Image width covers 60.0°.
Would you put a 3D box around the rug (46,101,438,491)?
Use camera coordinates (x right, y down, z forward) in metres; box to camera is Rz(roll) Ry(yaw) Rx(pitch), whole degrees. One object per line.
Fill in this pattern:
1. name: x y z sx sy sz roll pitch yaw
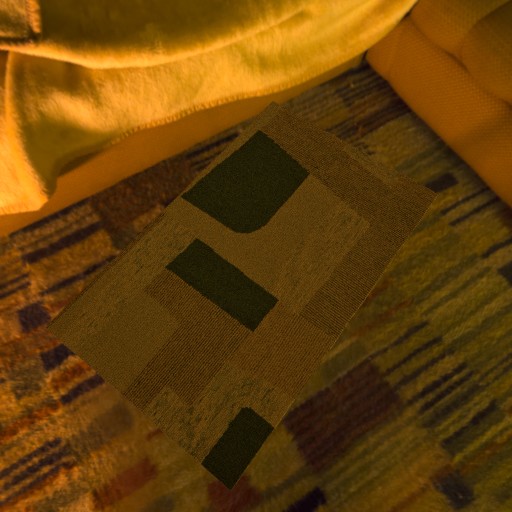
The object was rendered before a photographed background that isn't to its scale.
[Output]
1. rug: 0.000 0.000 3.040 1.521 0.015 2.436 35 69 16
